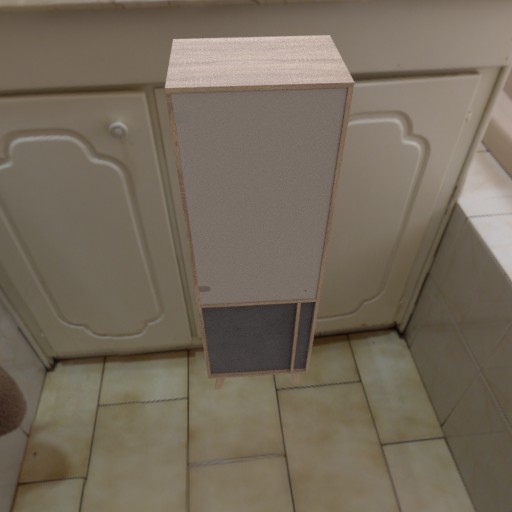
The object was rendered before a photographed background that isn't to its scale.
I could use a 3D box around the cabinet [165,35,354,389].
[{"bbox_3d":[0.000,0.000,2.123,0.570,1.850,0.400,-3,45,-3],"label":"cabinet"}]
